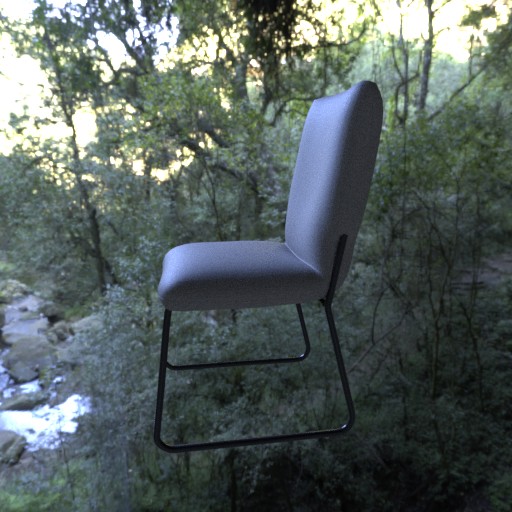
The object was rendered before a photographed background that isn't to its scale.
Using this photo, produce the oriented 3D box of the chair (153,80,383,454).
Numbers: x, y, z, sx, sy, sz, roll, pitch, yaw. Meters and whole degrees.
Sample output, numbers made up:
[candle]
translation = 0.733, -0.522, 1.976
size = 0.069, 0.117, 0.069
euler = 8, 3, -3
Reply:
[chair]
translation = 0.000, 0.000, 1.209
size = 0.560, 0.864, 0.448
euler = -2, 13, -9
